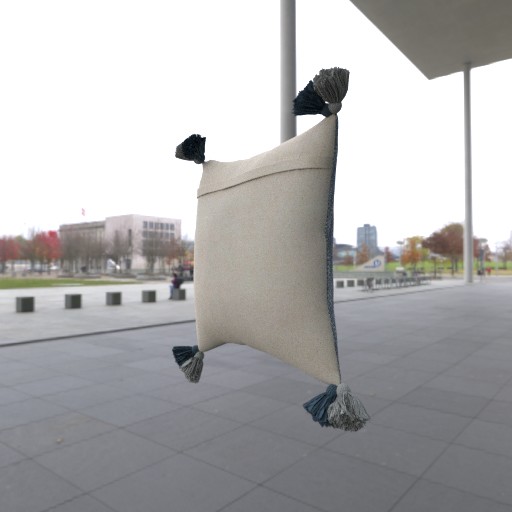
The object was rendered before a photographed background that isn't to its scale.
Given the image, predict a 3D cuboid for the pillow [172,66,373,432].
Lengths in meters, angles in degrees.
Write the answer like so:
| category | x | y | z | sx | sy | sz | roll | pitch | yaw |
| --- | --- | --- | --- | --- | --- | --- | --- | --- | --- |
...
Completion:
| category | x | y | z | sx | sy | sz | roll | pitch | yaw |
| --- | --- | --- | --- | --- | --- | --- | --- | --- | --- |
| pillow | 0.000 | 0.000 | 0.946 | 0.138 | 0.634 | 0.614 | 1 | -2 | -36 |
